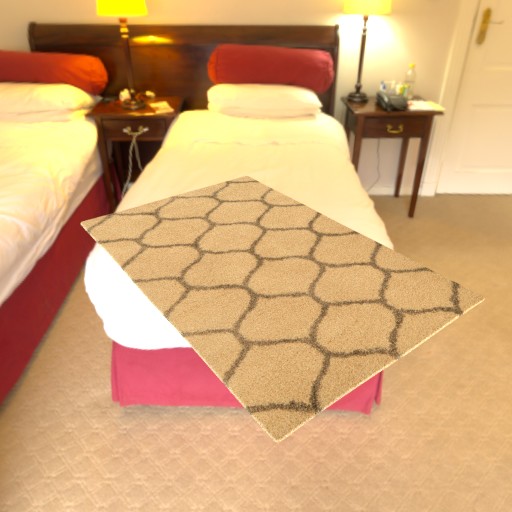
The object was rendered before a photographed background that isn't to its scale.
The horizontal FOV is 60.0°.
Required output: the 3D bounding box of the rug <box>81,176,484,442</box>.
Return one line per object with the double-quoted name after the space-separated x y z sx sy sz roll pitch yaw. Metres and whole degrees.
0.000 0.000 3.402 1.801 0.026 2.701 -22 38 -31 "rug"
